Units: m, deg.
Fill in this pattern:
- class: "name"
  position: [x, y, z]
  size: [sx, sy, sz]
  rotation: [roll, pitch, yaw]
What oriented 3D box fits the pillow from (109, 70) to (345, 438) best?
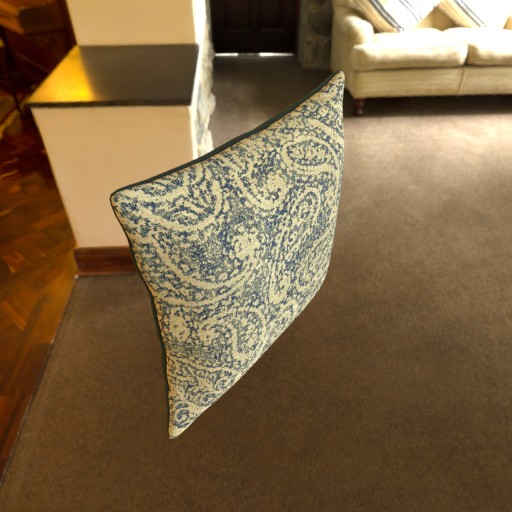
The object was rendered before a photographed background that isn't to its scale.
- class: "pillow"
  position: [0.000, 0.000, 0.791]
  size: [0.166, 0.510, 0.523]
  rotation: [26, 47, 27]
